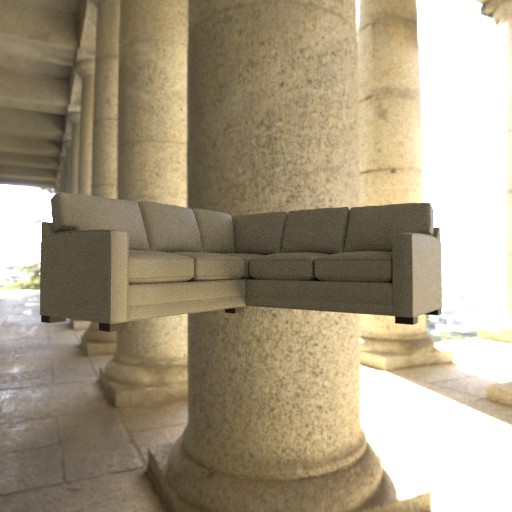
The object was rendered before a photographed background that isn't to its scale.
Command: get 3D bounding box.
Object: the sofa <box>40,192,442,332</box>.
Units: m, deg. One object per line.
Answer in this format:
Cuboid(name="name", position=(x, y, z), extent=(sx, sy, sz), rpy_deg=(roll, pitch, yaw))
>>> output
Cuboid(name="sofa", position=(0.000, 0.000, 3.369), extent=(2.211, 0.936, 2.188), rpy_deg=(-1, -1, 35))
